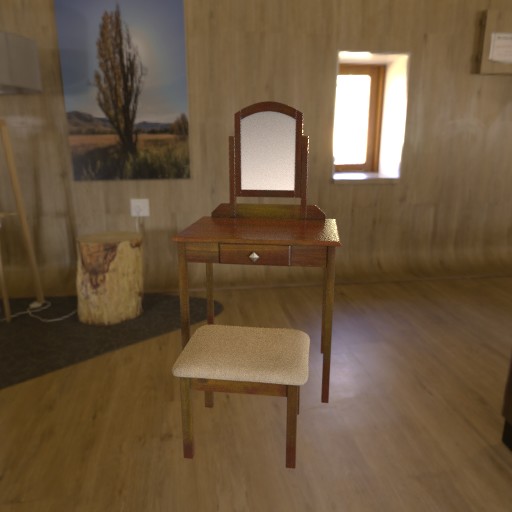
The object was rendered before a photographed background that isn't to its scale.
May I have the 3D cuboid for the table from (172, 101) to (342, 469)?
[{"bbox_3d":[0.000,0.000,2.343,0.876,1.631,1.211,2,15,7],"label":"table"}]
